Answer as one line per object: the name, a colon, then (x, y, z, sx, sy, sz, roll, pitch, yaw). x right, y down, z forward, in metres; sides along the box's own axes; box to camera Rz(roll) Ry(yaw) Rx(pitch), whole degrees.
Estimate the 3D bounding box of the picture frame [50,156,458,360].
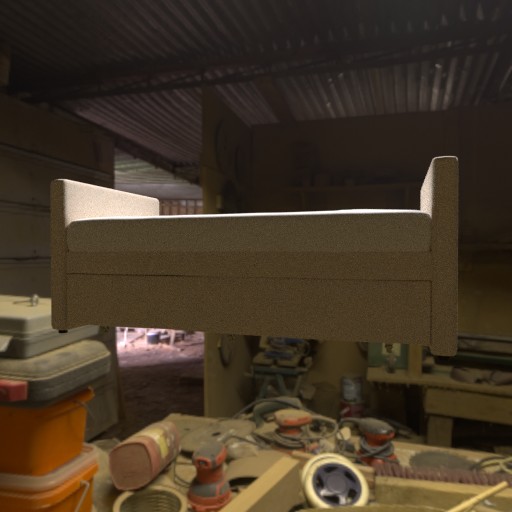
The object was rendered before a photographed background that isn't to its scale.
picture frame: (0.000, 0.000, 2.734, 2.161, 0.891, 1.069, 0, 1, 18)
